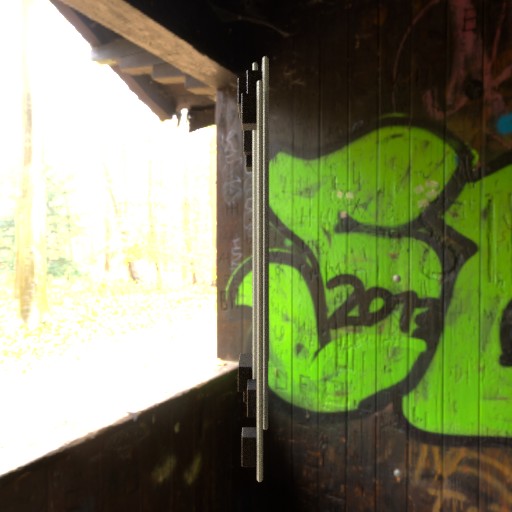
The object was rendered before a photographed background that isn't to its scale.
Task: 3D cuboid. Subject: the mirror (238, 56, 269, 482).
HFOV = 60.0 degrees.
[{"bbox_3d":[0.000,0.000,0.808,0.058,0.611,0.445,0,1,0],"label":"mirror"}]
